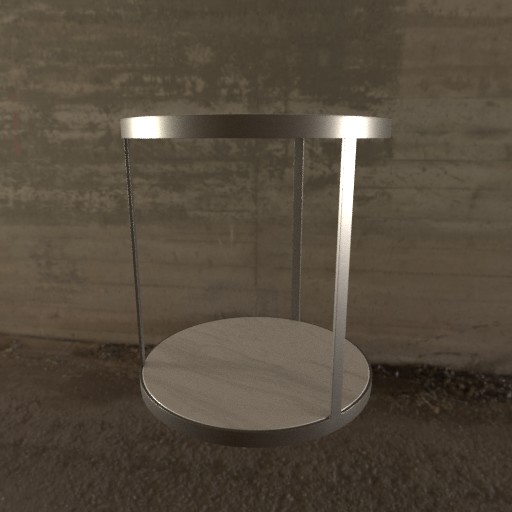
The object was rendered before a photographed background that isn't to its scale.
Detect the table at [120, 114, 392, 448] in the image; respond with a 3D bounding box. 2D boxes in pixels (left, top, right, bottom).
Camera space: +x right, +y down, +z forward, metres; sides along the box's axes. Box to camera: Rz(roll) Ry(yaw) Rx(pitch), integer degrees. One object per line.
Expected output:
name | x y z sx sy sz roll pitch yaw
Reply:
table | 0.000 0.000 0.819 0.445 0.479 0.445 0 15 0
